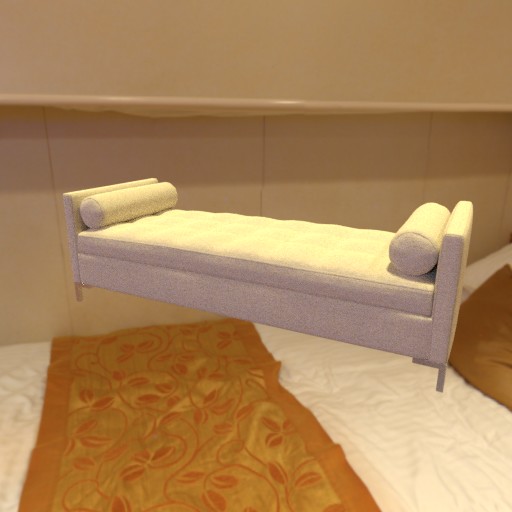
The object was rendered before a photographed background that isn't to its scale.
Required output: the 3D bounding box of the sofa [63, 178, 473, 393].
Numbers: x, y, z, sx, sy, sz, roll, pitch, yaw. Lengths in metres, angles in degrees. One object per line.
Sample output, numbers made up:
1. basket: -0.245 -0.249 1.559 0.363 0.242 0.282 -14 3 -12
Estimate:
1. sofa: 0.000 0.000 2.461 2.102 0.655 0.797 9 19 26
